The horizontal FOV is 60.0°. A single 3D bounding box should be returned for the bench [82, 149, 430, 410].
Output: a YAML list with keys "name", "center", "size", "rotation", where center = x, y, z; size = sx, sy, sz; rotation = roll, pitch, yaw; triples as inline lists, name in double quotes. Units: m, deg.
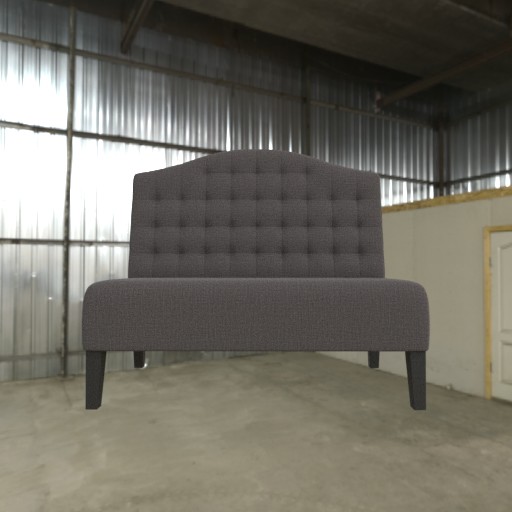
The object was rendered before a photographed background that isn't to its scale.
- name: "bench"
  center: [0.000, 0.000, 2.077]
  size: [1.335, 1.180, 0.815]
  rotation: [0, -1, 0]
